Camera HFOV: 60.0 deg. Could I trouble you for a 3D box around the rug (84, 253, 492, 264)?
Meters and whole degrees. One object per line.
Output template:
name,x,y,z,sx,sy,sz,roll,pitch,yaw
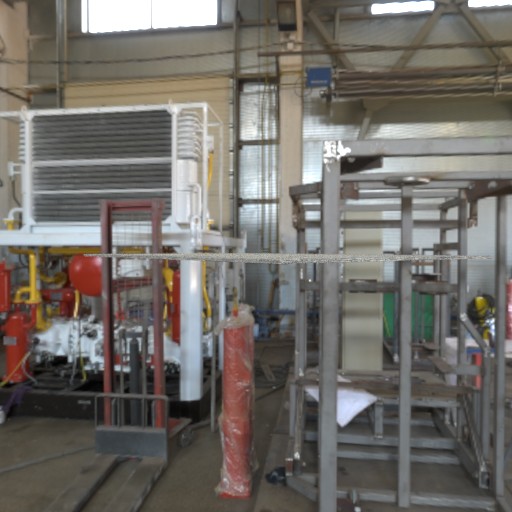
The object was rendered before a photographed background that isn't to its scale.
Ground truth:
rug,0.000,0.000,2.292,1.208,0.012,1.819,-1,1,-37
